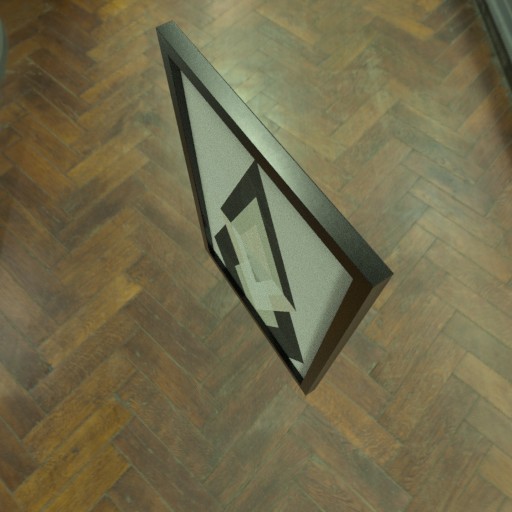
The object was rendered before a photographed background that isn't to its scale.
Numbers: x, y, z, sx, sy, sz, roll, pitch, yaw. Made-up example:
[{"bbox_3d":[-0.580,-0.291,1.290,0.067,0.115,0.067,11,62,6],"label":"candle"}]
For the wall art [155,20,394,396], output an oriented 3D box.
[{"bbox_3d":[0.000,0.000,0.563,0.019,0.455,0.314,-31,68,-14],"label":"wall art"}]
